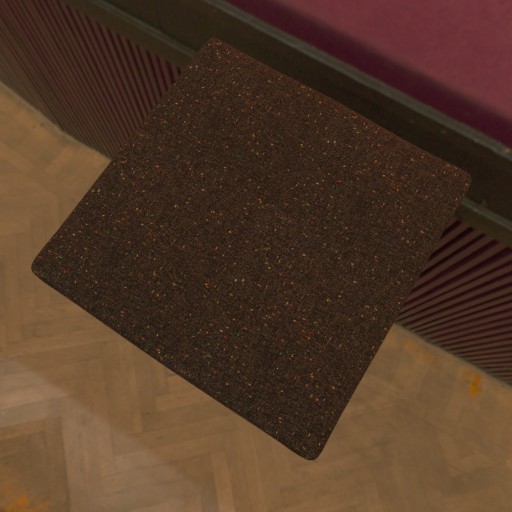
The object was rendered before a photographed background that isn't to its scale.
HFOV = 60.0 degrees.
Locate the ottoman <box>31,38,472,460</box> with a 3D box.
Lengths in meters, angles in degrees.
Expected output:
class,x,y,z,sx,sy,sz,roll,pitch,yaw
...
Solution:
class,x,y,z,sx,sy,sz,roll,pitch,yaw
ottoman,0.000,0.000,0.862,0.508,0.432,0.508,32,77,8
